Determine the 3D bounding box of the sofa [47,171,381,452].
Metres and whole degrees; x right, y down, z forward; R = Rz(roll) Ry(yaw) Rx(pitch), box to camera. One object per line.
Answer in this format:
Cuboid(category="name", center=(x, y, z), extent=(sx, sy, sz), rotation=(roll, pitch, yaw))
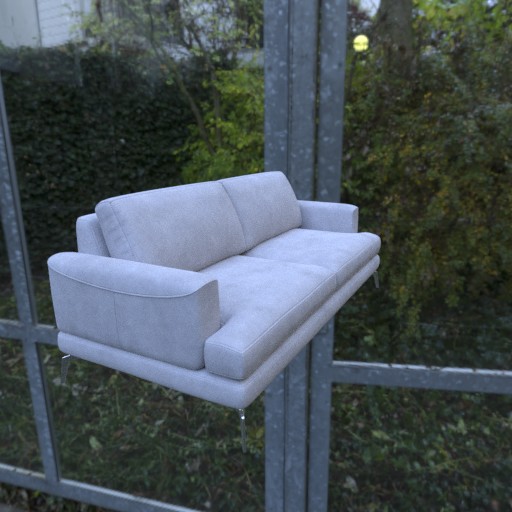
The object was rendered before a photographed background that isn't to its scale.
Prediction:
Cuboid(category="sofa", center=(0.000, 0.000, 2.513), extent=(0.980, 0.830, 2.013), rotation=(8, 17, 27))
